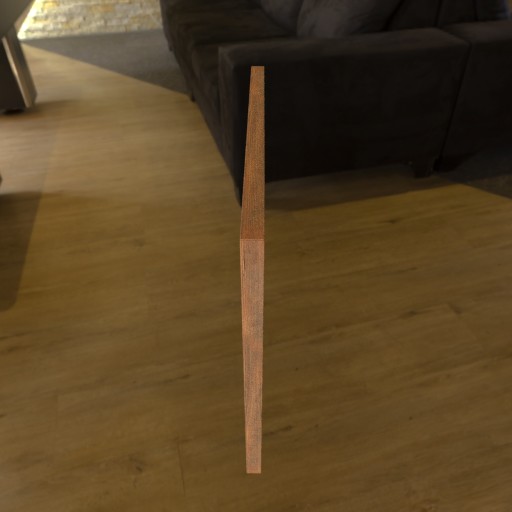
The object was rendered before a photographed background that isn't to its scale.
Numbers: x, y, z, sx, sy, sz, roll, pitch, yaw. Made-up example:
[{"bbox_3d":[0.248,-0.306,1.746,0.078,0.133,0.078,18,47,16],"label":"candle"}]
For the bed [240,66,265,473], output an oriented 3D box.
[{"bbox_3d":[0.000,0.000,1.522,0.046,0.942,1.046,0,40,1],"label":"bed"}]
